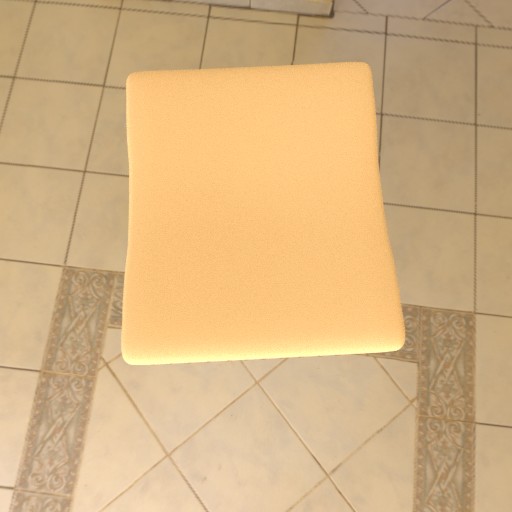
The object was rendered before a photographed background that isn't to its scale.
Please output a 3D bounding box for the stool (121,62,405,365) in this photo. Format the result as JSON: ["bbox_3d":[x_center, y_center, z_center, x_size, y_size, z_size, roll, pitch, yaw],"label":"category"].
[{"bbox_3d":[0.000,0.000,1.024,0.401,0.762,0.471,-3,76,-1],"label":"stool"}]
